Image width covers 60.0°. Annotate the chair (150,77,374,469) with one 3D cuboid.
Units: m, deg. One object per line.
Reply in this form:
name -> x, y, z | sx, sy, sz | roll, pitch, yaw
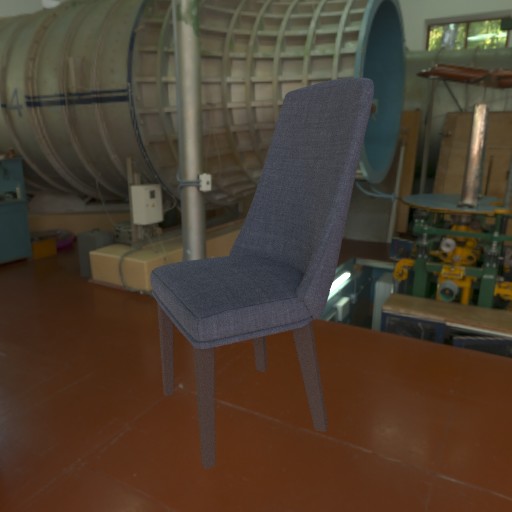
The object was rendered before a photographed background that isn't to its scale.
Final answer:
chair -> 0.000, 0.000, 1.371 | 0.577, 1.050, 0.510 | -8, 17, -26
